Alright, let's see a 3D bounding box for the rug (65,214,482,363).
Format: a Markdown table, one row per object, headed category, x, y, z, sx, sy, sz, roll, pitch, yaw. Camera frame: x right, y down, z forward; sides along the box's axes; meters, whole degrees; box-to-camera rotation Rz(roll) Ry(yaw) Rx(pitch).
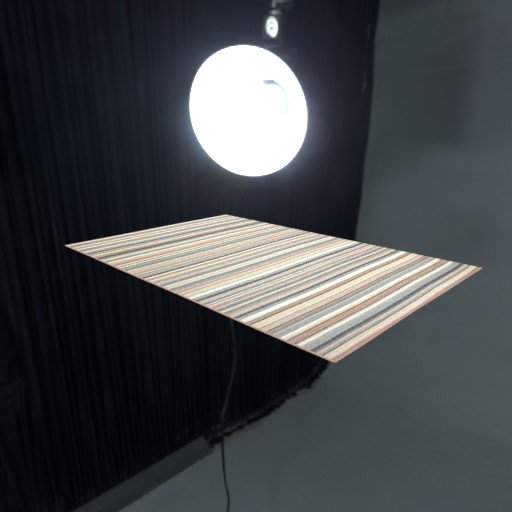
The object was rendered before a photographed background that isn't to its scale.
| category | x | y | z | sx | sy | sz | roll | pitch | yaw |
| --- | --- | --- | --- | --- | --- | --- | --- | --- | --- |
| rug | 0.000 | 0.000 | 2.310 | 1.829 | 0.008 | 1.219 | 16 | 23 | 42 |
